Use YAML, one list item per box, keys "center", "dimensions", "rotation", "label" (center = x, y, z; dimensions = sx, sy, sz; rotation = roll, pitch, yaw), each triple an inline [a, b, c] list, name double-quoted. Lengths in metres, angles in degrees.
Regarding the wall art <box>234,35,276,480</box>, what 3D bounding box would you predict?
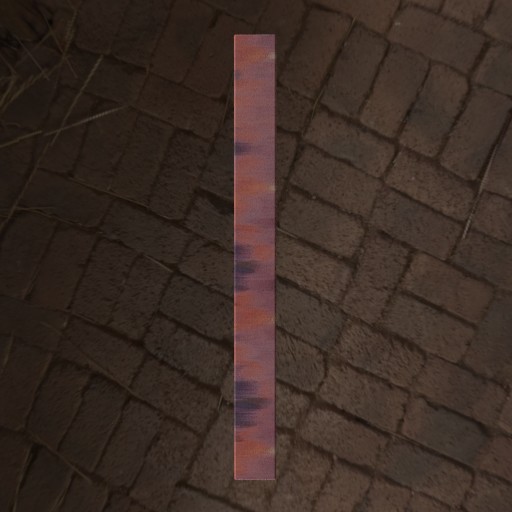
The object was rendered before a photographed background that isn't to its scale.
- center: [0.000, 0.000, 0.603]
  dimensions: [0.038, 0.406, 0.403]
  rotation: [0, 91, 0]
  label: "wall art"
